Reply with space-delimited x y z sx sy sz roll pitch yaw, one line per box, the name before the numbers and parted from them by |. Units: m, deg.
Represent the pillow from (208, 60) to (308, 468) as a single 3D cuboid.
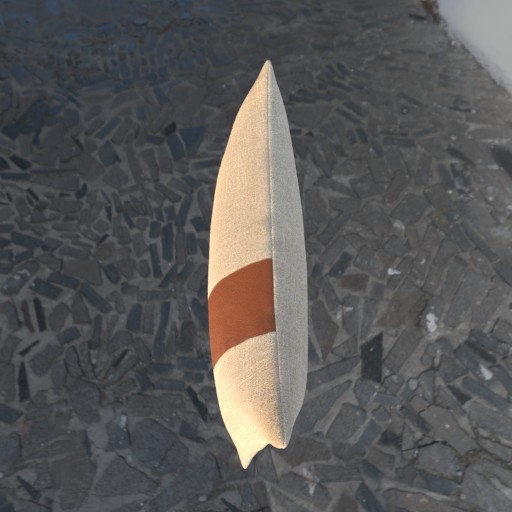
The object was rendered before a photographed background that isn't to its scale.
pillow | 0.000 0.000 0.720 0.155 0.282 0.612 -1 59 0
